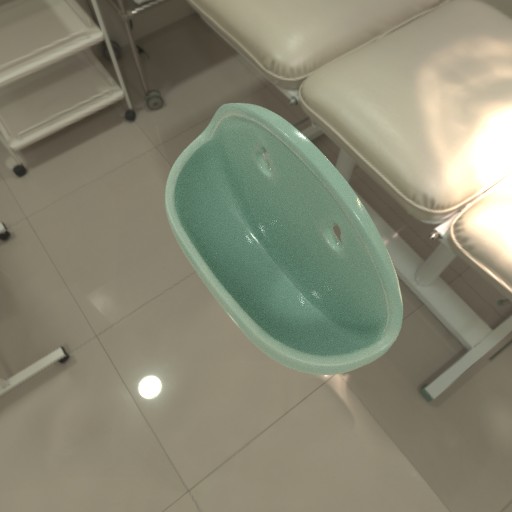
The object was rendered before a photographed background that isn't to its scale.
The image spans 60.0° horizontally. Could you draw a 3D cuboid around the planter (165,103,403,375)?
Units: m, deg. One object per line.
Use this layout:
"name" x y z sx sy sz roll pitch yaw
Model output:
"planter" 0.000 0.000 0.282 0.073 0.164 0.189 -34 69 -15
